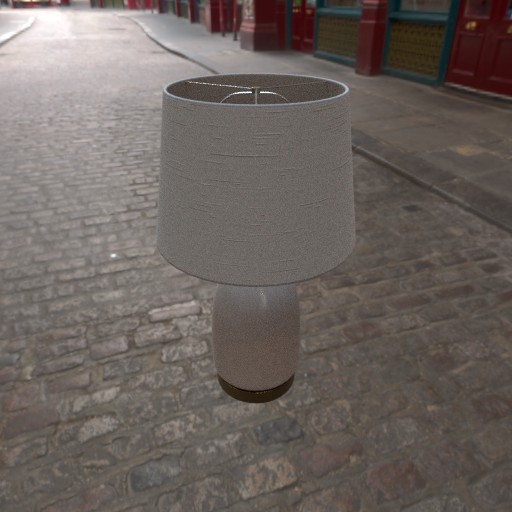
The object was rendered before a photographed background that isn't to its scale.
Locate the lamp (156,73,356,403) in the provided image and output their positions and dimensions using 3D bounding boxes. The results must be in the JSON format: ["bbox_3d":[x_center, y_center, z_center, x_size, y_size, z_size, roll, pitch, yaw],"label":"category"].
[{"bbox_3d":[0.000,0.000,0.667,0.285,0.483,0.285,0,30,0],"label":"lamp"}]
